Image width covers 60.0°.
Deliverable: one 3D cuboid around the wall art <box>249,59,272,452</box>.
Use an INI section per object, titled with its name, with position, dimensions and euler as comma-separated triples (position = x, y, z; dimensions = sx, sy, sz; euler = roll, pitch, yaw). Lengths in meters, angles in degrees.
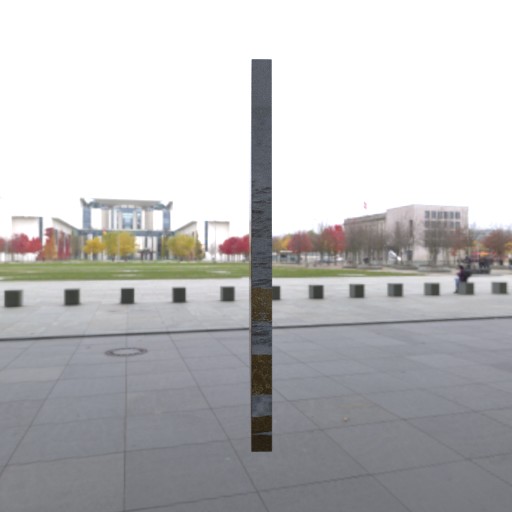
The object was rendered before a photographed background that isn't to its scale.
[wall art]
position = 0.000, 0.000, 1.430
dimensions = 0.041, 0.762, 1.145
euler = 0, 0, -1
